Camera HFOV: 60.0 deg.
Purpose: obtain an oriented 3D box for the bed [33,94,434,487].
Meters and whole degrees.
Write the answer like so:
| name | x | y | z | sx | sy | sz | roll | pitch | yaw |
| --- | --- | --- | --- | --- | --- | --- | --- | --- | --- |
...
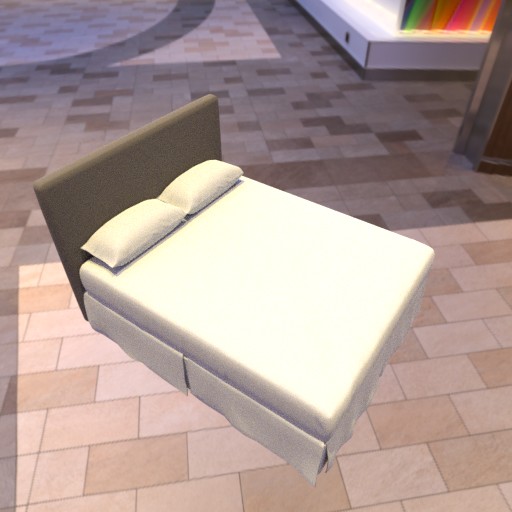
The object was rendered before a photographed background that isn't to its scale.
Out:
| name | x | y | z | sx | sy | sz | roll | pitch | yaw |
| --- | --- | --- | --- | --- | --- | --- | --- | --- | --- |
| bed | 0.000 | 0.000 | 3.116 | 2.142 | 1.330 | 1.748 | 25 | 47 | 25 |
